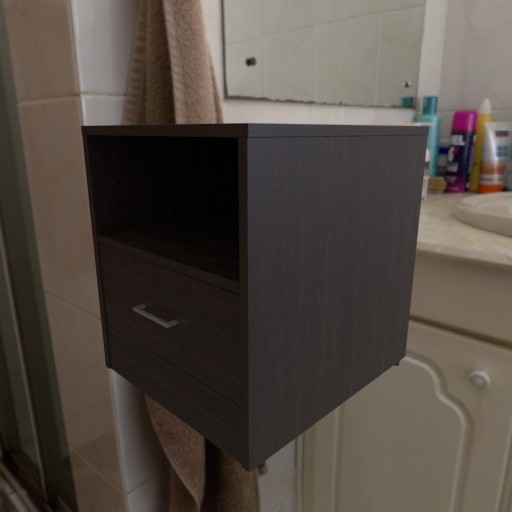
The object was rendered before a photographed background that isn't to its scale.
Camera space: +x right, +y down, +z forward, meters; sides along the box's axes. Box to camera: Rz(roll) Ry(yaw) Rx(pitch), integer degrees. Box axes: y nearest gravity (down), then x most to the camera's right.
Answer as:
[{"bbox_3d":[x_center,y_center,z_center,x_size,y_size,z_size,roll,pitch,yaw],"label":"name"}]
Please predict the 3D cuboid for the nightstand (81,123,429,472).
[{"bbox_3d":[0.000,0.000,0.816,0.400,0.460,0.461,15,22,42],"label":"nightstand"}]
